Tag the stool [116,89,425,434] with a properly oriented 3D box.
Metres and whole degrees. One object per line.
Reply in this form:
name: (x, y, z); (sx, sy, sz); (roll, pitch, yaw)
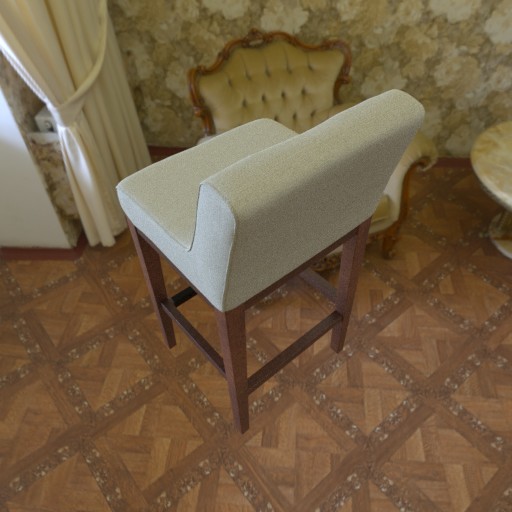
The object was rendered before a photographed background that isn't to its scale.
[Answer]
stool: (0.000, 0.000, 1.222); (0.511, 0.937, 0.500); (-32, 54, -27)
